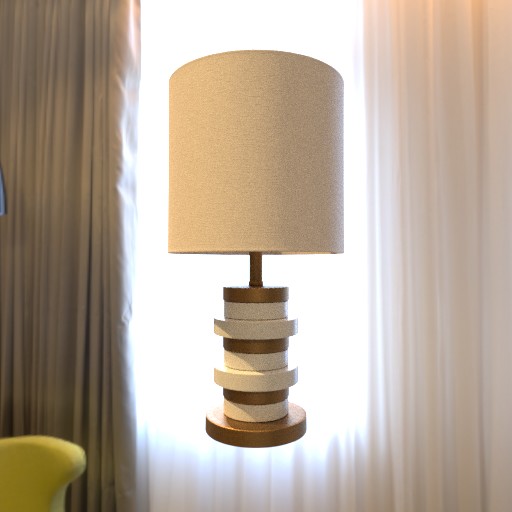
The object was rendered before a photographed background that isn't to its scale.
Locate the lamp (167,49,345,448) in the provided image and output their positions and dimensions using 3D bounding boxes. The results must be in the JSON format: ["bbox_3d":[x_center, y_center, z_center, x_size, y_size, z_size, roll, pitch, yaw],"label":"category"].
[{"bbox_3d":[0.000,0.000,0.534,0.210,0.410,0.210,0,-1,-19],"label":"lamp"}]
